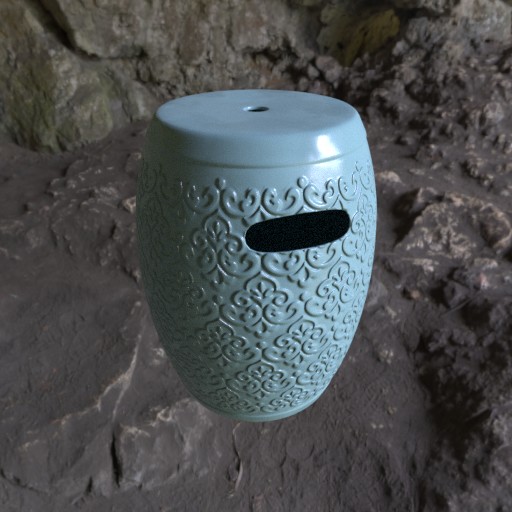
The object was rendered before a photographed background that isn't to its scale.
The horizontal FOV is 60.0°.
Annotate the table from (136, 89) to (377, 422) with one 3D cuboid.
[{"bbox_3d":[0.000,0.000,0.608,0.309,0.397,0.309,0,31,0],"label":"table"}]
